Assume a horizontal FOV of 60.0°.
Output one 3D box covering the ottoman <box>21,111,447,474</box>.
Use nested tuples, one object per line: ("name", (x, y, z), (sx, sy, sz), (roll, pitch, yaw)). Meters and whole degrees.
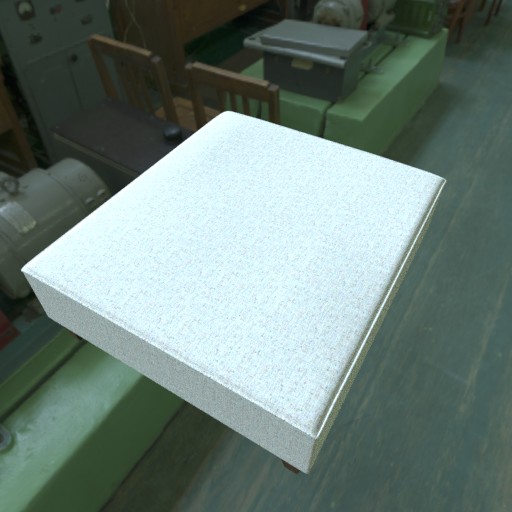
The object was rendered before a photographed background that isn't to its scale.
("ottoman", (0.000, 0.000, 1.204), (0.736, 0.303, 0.835), (23, 51, 21))
